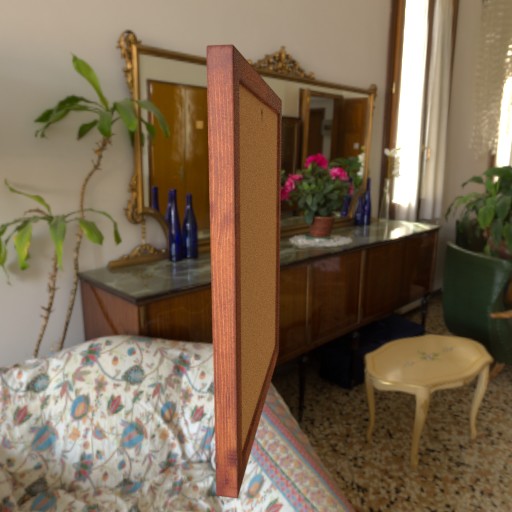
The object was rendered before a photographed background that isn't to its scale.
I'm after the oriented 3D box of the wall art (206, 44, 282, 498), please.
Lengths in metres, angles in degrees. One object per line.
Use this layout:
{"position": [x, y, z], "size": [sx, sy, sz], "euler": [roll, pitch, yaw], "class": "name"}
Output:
{"position": [0.000, 0.000, 0.752], "size": [0.030, 0.558, 0.462], "euler": [2, 12, 9], "class": "wall art"}
